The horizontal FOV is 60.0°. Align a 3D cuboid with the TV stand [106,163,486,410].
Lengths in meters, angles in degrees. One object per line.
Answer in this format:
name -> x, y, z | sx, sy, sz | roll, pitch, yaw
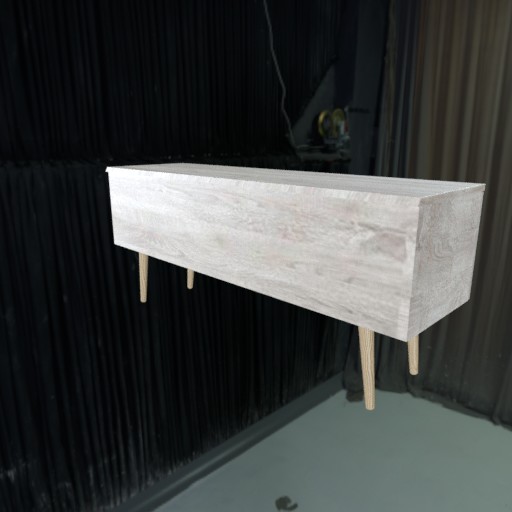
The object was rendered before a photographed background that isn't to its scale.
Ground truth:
TV stand -> 0.000, 0.000, 1.541 | 1.313, 0.565, 0.401 | 14, 21, 43
